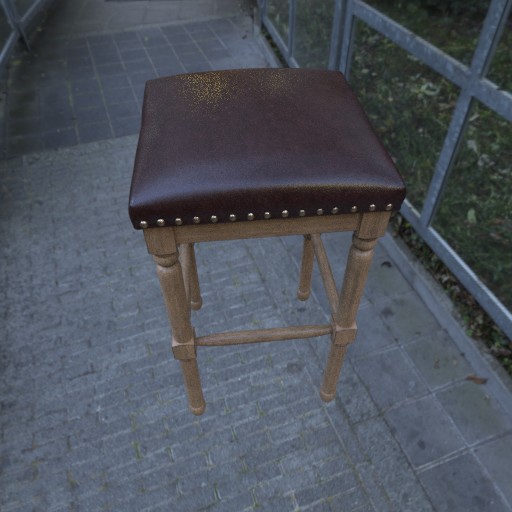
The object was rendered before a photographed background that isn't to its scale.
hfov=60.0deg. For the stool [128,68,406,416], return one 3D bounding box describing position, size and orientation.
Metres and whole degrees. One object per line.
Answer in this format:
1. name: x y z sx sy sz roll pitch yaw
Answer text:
1. stool: 0.000 0.000 0.936 0.383 0.702 0.382 -4 46 -4
